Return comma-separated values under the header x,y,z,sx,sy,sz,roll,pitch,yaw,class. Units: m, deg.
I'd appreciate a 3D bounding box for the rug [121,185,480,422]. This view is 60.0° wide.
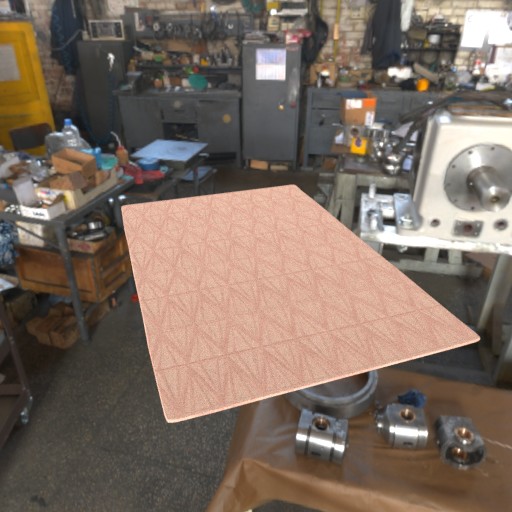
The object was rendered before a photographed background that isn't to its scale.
x,y,z,sx,sy,sz,roll,pitch,yaw,class
0.000,0.000,2.991,1.609,0.015,2.390,-10,31,-17,rug
